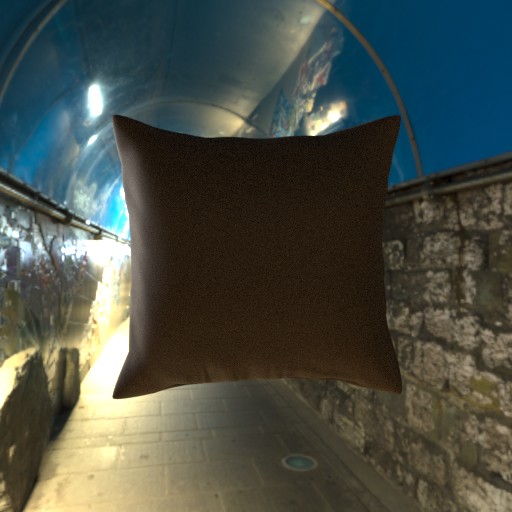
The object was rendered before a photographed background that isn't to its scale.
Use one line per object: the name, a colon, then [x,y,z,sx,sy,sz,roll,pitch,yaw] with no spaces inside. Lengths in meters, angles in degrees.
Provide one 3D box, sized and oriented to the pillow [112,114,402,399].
pillow: [0.000,0.000,0.689,0.453,0.443,0.168,0,-1,0]
